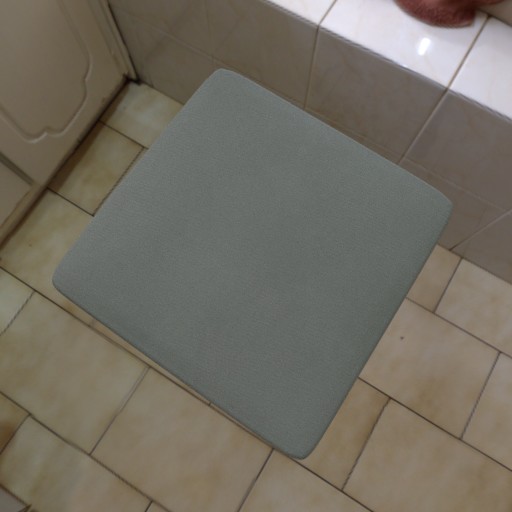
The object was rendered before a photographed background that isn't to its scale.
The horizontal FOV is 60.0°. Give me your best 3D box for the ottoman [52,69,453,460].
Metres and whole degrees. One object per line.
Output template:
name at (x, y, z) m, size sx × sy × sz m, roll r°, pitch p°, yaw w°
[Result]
ottoman at (0.000, 0.000, 1.376) m, size 0.843 × 0.441 × 0.842 m, roll 33°, pitch 78°, yaw 8°
